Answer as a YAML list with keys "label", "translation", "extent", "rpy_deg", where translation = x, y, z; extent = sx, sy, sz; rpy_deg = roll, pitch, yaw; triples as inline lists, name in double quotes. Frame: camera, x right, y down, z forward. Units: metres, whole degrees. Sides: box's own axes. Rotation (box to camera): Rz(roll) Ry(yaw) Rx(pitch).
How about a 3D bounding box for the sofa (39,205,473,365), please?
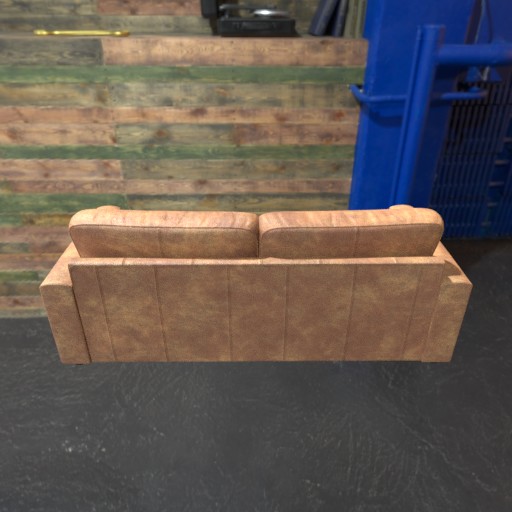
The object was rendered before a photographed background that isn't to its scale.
- label: "sofa"
  translation: [0.000, 0.000, 2.706]
  extent: [2.179, 0.873, 1.016]
  rpy_deg: [0, 30, 0]
